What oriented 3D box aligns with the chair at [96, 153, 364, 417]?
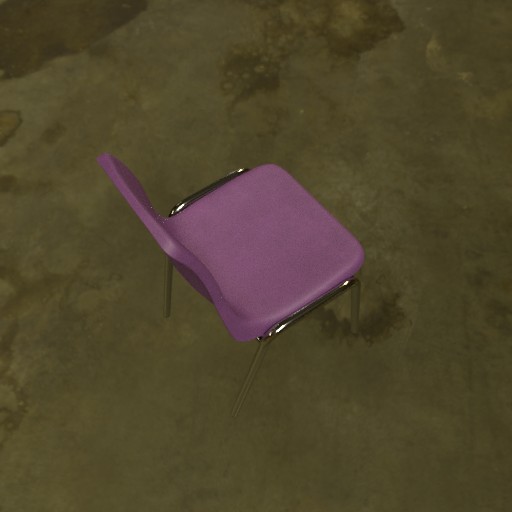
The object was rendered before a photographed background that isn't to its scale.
[{"bbox_3d":[0.000,0.000,0.948,0.432,0.704,0.381,-32,63,-18],"label":"chair"}]
